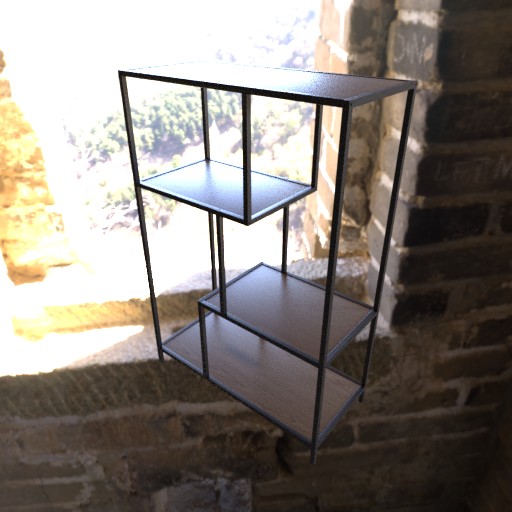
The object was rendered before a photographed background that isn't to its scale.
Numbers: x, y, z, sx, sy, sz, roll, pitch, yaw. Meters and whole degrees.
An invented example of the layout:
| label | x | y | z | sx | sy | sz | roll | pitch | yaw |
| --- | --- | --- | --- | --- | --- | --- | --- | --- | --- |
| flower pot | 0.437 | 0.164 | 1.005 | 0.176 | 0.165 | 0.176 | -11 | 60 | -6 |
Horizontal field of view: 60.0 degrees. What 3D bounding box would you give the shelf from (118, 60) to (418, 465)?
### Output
| label | x | y | z | sx | sy | sz | roll | pitch | yaw |
| --- | --- | --- | --- | --- | --- | --- | --- | --- | --- |
| shelf | 0.000 | 0.000 | 1.493 | 0.770 | 1.138 | 0.350 | 22 | 36 | 33 |
